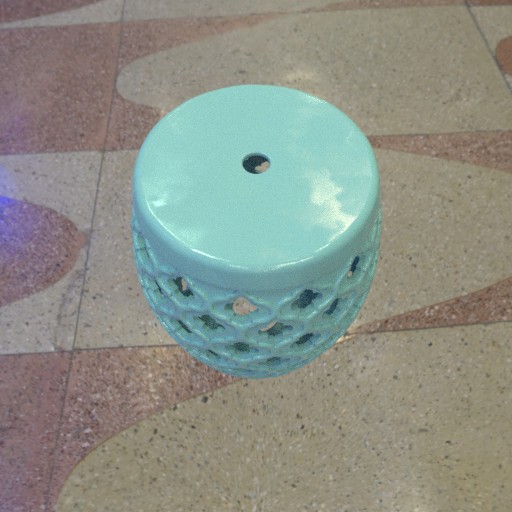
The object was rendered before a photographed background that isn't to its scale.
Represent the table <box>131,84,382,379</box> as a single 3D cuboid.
[{"bbox_3d":[0.000,0.000,0.634,0.325,0.388,0.325,0,59,0],"label":"table"}]
